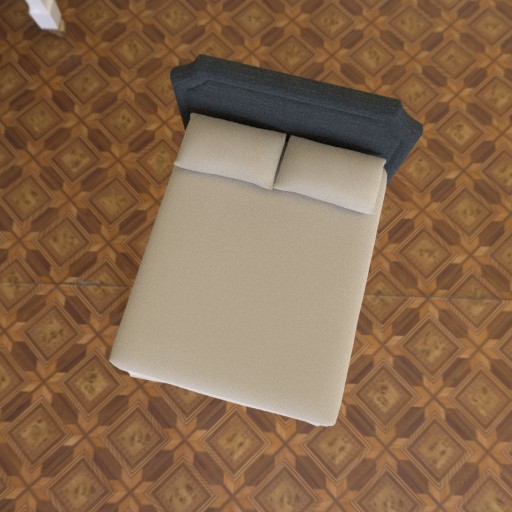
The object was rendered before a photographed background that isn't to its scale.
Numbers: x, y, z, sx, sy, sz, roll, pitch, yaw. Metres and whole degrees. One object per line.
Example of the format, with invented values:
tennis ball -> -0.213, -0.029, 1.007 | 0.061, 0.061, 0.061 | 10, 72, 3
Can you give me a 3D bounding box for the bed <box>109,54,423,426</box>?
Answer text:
bed -> 0.000, 0.000, 3.258 | 1.828, 1.297, 2.208 | 15, 76, 4
